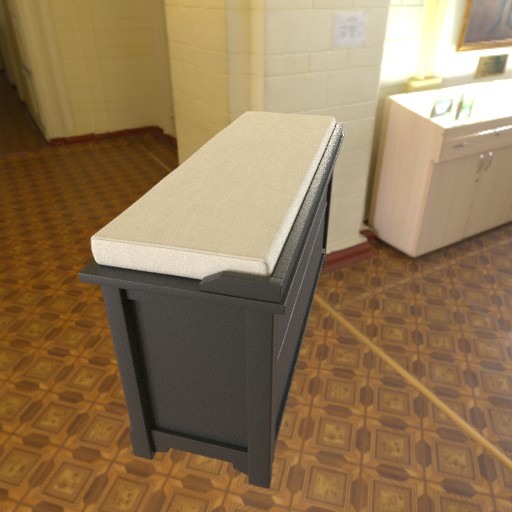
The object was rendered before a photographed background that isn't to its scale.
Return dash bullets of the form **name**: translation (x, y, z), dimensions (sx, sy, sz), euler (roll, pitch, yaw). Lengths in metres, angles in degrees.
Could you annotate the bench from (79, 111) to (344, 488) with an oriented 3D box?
- **bench**: translation (0.000, 0.000, 1.203), dimensions (0.345, 0.561, 0.973), euler (8, 32, 13)
